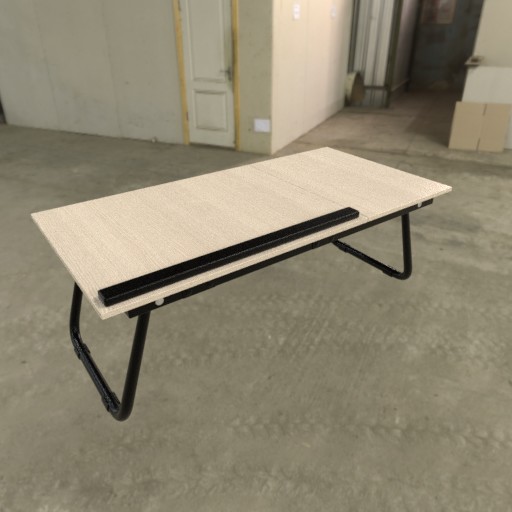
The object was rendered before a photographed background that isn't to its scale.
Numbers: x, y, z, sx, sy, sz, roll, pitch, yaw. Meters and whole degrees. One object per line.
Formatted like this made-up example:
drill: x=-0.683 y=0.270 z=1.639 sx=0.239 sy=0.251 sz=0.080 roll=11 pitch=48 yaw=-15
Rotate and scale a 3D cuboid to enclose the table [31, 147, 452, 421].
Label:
table: x=0.000 y=0.000 z=0.801 sx=0.644 sy=0.242 sz=0.322 roll=-20 pitch=35 yaw=-31
